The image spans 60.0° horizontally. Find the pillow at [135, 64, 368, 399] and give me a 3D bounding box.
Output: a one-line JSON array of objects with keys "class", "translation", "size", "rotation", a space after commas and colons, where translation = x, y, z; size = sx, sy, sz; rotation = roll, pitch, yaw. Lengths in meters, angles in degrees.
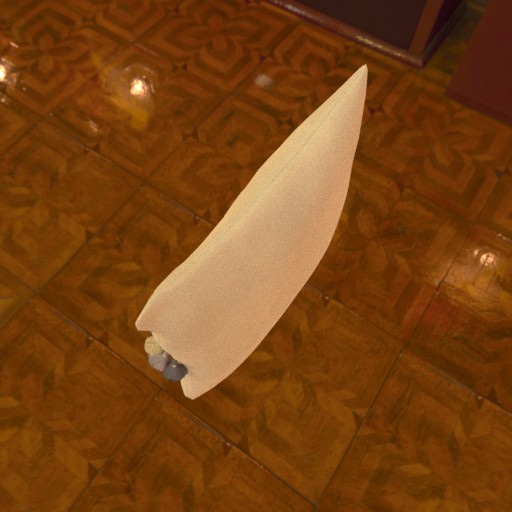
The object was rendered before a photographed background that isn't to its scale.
[{"class": "pillow", "translation": [0.000, 0.000, 0.751], "size": [0.165, 0.481, 0.489], "rotation": [34, 69, 15]}]
